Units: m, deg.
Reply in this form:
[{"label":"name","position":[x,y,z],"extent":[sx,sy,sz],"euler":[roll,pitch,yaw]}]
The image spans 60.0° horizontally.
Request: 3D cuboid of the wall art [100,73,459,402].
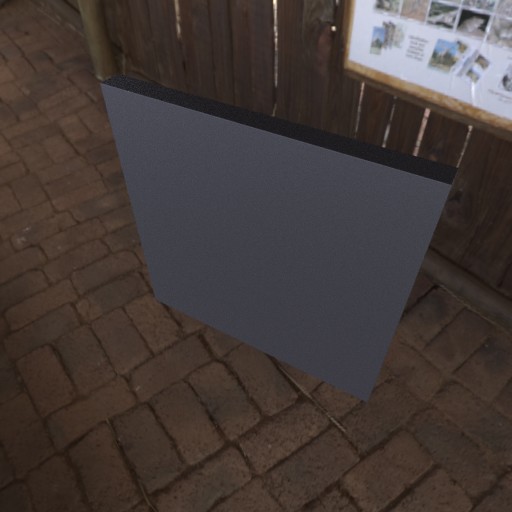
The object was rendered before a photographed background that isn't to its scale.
[{"label":"wall art","position":[0.000,0.000,0.758],"extent":[0.507,0.507,0.038],"euler":[22,50,20]}]
